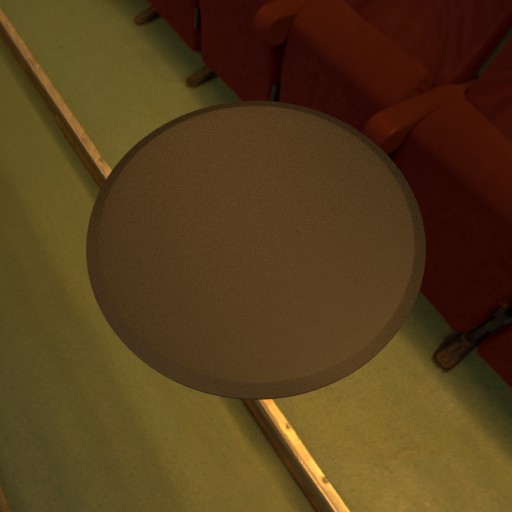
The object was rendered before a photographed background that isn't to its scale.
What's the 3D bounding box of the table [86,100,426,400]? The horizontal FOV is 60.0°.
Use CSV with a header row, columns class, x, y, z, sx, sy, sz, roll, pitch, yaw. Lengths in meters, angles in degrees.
class,x,y,z,sx,sy,sz,roll,pitch,yaw
table,0.000,0.000,1.360,0.900,0.400,0.900,0,64,0
